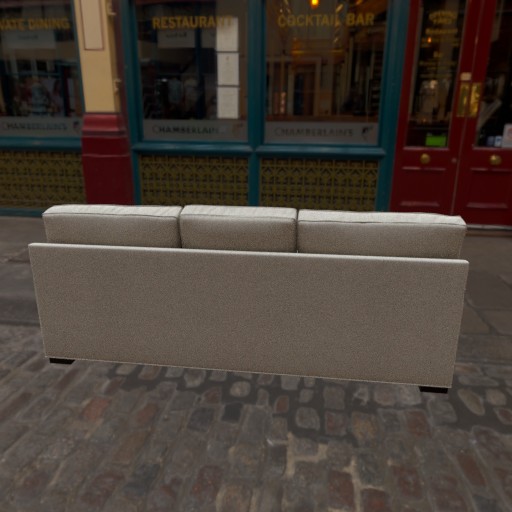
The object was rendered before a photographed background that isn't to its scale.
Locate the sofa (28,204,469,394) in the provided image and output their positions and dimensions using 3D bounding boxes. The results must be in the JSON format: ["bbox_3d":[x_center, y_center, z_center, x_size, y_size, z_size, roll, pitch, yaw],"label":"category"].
[{"bbox_3d":[0.000,0.000,2.827,2.087,0.861,1.496,2,17,8],"label":"sofa"}]
